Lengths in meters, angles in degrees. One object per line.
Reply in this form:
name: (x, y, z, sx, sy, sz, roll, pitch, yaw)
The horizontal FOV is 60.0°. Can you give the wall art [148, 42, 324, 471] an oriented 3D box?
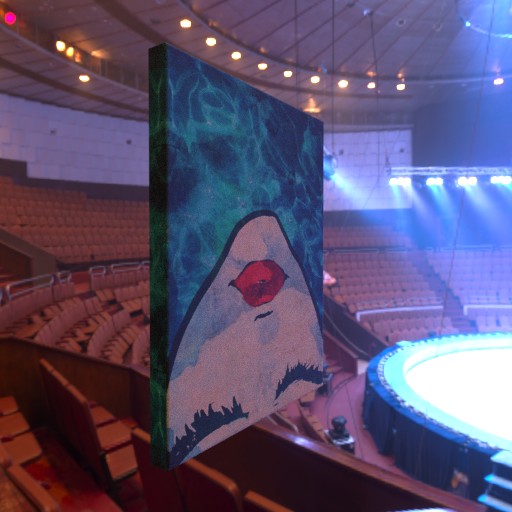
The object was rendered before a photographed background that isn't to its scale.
wall art: (0.000, 0.000, 0.872, 0.038, 0.635, 0.508, 1, 1, 36)
